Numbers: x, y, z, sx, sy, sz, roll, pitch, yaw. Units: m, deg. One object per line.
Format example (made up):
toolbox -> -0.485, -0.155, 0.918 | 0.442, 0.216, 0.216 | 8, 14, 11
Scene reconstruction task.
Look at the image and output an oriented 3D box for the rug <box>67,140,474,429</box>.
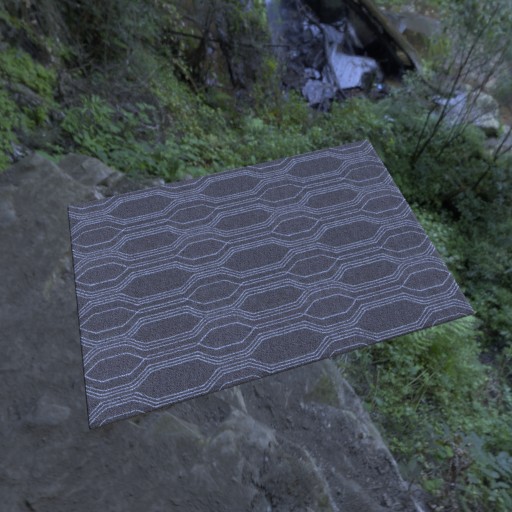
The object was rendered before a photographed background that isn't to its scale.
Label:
rug -> 0.000, 0.000, 2.310 | 1.836, 0.012, 1.239 | -14, 59, -9
